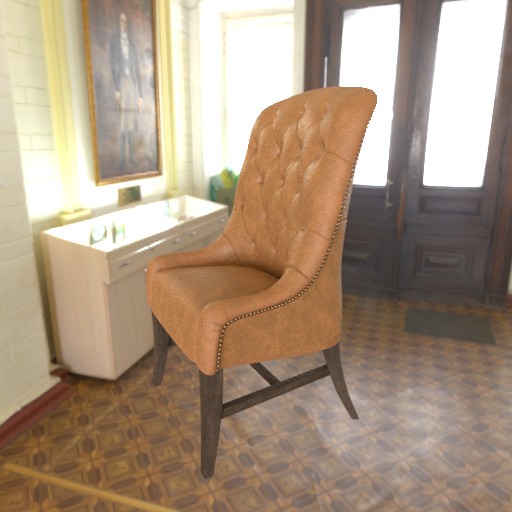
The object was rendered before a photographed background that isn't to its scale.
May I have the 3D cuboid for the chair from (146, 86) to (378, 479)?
[{"bbox_3d":[0.000,0.000,1.491,0.629,1.091,0.634,-7,16,-26],"label":"chair"}]
